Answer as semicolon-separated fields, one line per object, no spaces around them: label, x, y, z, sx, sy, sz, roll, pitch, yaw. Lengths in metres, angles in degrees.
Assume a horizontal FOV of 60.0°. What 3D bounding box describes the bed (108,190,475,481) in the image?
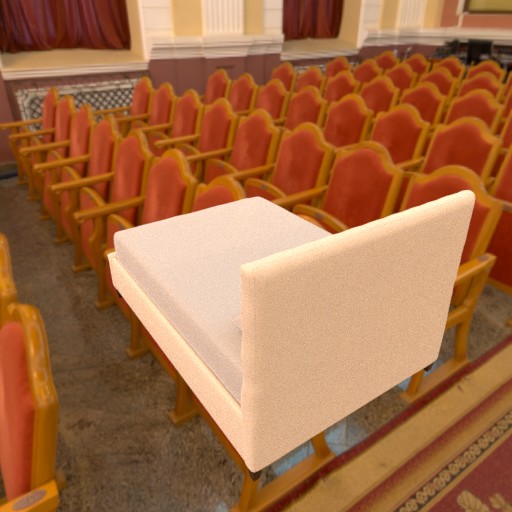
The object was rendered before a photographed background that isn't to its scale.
bed;0.000;0.000;3.474;1.698;1.427;2.387;-18;34;-30
